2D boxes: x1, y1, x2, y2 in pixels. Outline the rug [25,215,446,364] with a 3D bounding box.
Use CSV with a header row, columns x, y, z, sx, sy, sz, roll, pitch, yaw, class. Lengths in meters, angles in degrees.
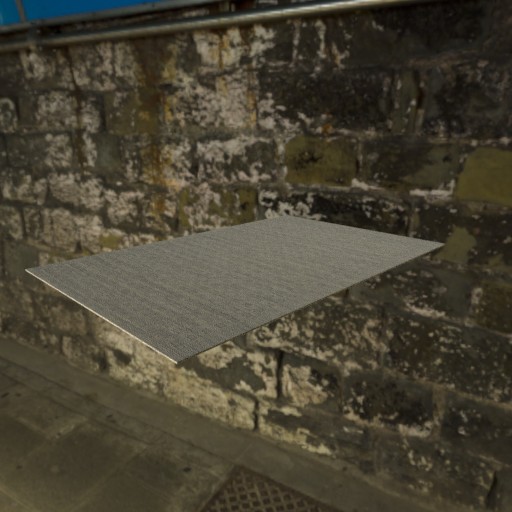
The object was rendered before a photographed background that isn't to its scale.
x,y,z,sx,sy,sz,roll,pitch,yaw,class
0.000,0.000,2.176,1.142,0.006,1.752,16,23,43,rug
